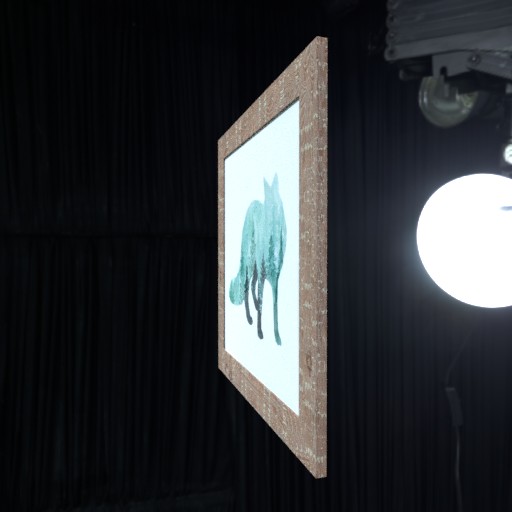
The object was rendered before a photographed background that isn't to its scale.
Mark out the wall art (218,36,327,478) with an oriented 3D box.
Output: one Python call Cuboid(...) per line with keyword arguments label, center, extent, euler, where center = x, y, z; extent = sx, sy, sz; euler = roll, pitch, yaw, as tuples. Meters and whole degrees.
Cuboid(label="wall art", center=(0.000, 0.000, 0.570), extent=(0.012, 0.384, 0.384), euler=(0, 1, -18))
